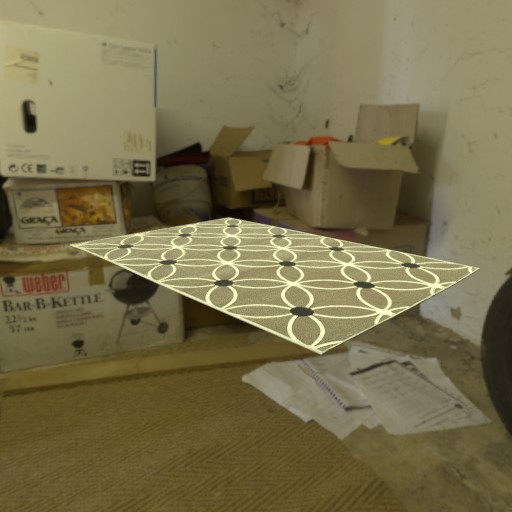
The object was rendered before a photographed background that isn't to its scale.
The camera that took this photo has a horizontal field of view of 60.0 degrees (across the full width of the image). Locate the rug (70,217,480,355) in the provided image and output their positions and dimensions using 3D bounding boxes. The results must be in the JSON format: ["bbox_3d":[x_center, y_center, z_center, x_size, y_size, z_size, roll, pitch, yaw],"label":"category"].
[{"bbox_3d":[0.000,0.000,2.905,1.522,0.008,2.284,-15,21,-42],"label":"rug"}]
